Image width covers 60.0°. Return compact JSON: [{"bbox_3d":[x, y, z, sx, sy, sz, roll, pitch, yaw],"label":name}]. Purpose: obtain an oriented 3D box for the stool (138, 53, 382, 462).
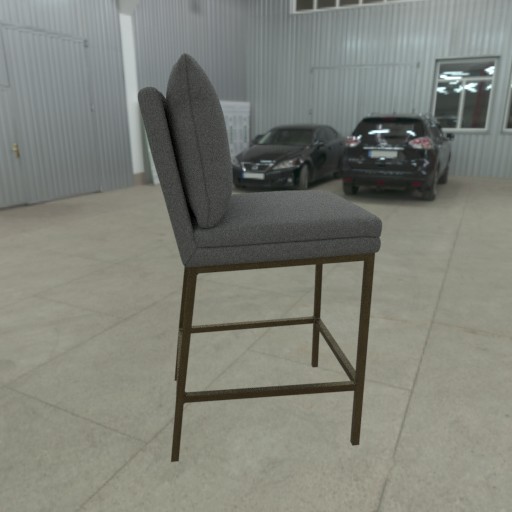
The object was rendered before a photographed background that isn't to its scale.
[{"bbox_3d":[0.000,0.000,1.298,0.569,1.030,0.463,-3,17,-8],"label":"stool"}]
